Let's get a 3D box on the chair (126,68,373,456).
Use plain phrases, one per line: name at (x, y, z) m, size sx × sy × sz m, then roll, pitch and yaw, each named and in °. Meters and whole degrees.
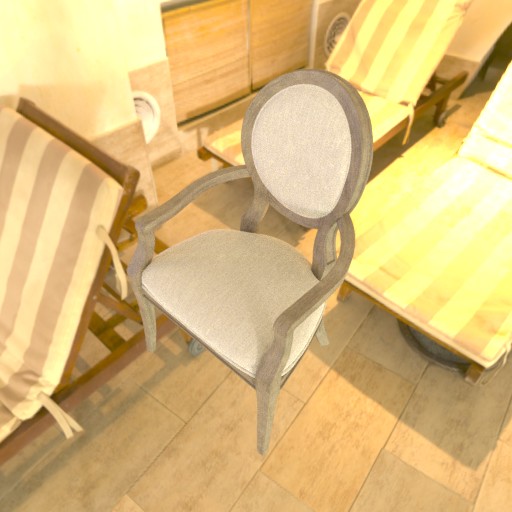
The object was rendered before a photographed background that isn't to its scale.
chair at (0.000, 0.000, 1.391) m, size 0.611 × 0.991 × 0.602 m, roll 33°, pitch 53°, yaw 28°
